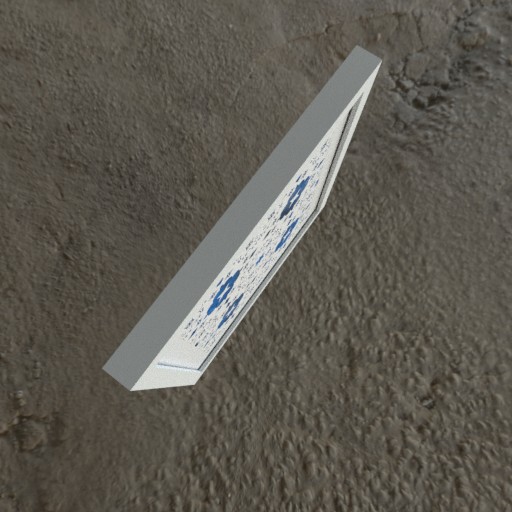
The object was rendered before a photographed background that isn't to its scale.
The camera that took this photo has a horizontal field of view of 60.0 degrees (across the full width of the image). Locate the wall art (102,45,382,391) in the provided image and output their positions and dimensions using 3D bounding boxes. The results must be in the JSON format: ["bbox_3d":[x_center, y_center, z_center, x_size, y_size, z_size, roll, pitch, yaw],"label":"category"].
[{"bbox_3d":[0.000,0.000,0.537,0.027,0.355,0.355,35,77,9],"label":"wall art"}]
